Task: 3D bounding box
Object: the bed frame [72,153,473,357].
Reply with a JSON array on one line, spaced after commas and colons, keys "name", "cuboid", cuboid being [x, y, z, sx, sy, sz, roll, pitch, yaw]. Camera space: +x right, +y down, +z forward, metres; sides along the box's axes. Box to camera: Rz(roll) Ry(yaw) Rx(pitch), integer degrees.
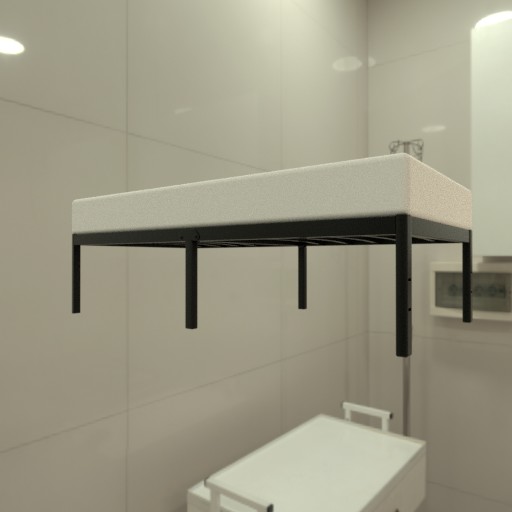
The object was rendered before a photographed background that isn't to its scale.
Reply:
[{"name": "bed frame", "cuboid": [0.000, 0.000, 2.389, 1.950, 0.659, 1.023, 0, 0, 37]}]
